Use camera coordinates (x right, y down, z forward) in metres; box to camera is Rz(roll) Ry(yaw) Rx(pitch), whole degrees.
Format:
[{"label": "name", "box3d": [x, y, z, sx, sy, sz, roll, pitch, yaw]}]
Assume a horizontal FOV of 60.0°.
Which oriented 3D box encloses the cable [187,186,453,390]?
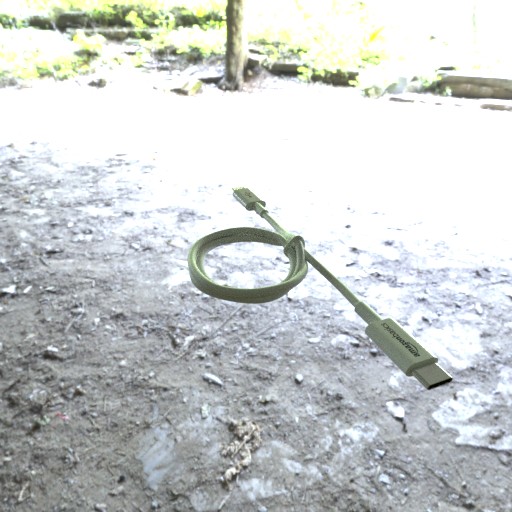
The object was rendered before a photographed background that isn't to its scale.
[{"label": "cable", "box3d": [0.000, 0.000, 0.224, 0.070, 0.014, 0.203, -11, 31, -19]}]
